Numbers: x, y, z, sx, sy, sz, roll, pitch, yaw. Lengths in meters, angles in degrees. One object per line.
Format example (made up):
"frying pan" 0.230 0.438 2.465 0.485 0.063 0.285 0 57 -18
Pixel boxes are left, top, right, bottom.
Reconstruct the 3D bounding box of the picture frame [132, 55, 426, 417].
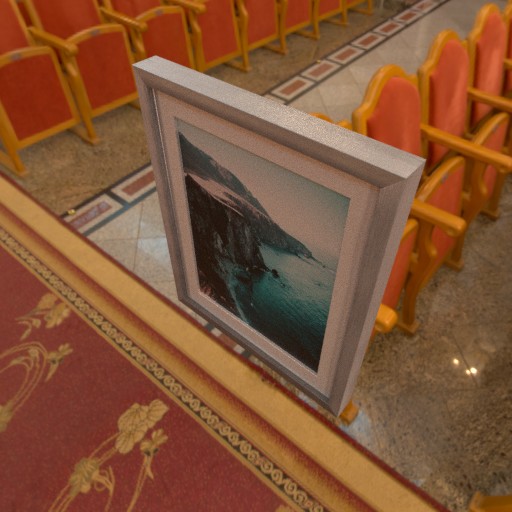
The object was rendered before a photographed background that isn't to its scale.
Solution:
"picture frame" 0.000 0.000 0.770 0.449 0.555 0.046 31 53 27
